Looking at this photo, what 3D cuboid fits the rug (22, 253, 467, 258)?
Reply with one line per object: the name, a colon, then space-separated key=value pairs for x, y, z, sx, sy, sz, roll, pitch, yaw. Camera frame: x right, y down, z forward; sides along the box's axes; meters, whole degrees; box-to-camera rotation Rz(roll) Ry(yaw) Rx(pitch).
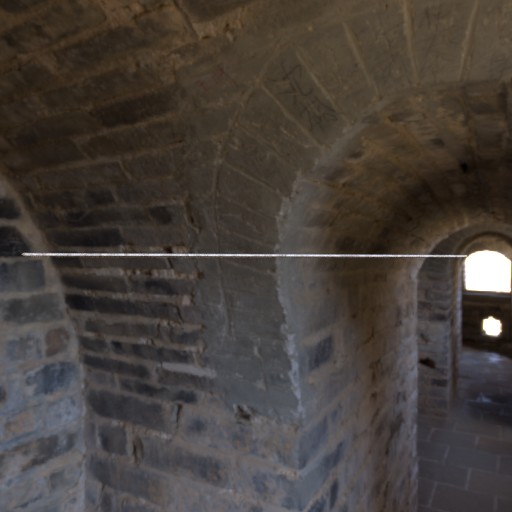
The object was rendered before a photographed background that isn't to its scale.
rug: x=0.000 y=0.000 z=2.704 sx=2.436 sy=0.013 sz=0.807 roll=0 pitch=-1 yaw=-17
